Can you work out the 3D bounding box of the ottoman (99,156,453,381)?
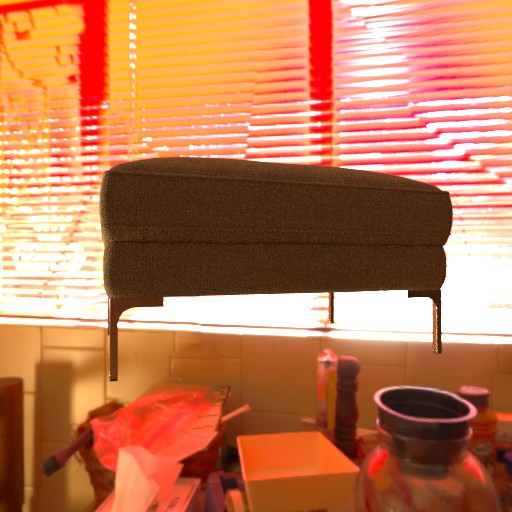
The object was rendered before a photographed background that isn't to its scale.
[{"bbox_3d":[0.000,0.000,1.185,0.785,0.464,0.583,0,0,-19],"label":"ottoman"}]
